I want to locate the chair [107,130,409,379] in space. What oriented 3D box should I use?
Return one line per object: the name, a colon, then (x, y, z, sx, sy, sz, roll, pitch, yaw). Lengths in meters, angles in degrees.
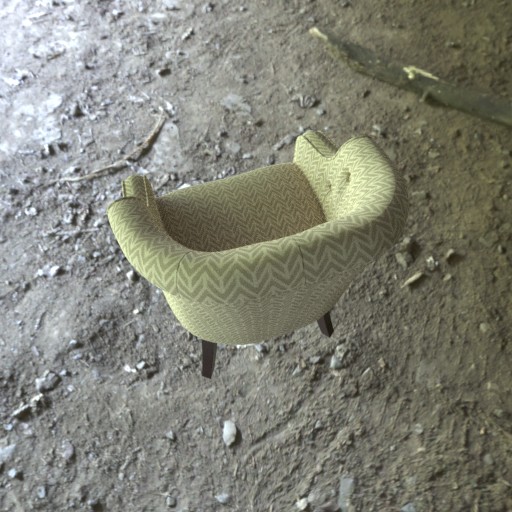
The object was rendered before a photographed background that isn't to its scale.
chair: (0.000, 0.000, 1.287, 0.686, 0.858, 0.613, -17, 60, -10)
